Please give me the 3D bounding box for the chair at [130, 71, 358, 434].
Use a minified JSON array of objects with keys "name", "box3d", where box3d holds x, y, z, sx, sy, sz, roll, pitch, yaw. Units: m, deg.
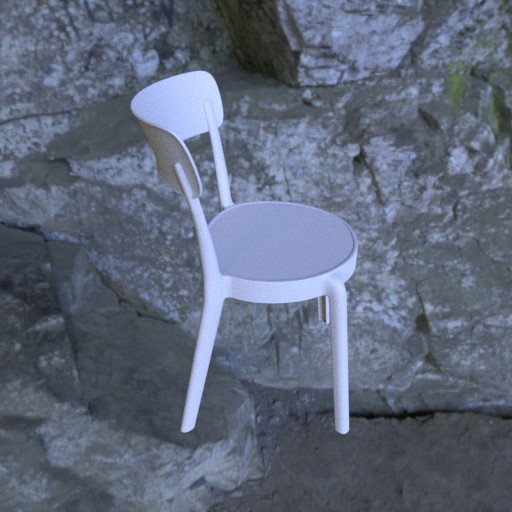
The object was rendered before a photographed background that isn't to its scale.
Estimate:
[{"name":"chair","box3d":[0.000,0.000,1.114,0.491,0.790,0.506,1,33,1]}]
